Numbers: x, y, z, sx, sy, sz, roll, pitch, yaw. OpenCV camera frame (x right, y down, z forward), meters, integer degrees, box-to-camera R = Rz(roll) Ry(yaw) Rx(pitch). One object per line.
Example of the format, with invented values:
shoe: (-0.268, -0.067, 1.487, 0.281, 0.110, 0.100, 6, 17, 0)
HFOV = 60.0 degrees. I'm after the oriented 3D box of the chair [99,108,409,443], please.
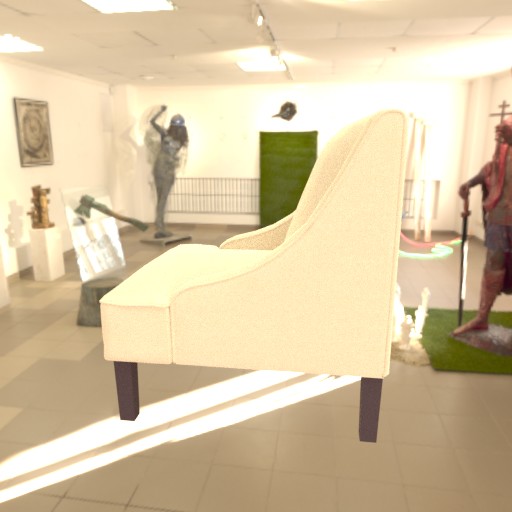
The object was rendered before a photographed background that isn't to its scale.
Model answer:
chair: (0.000, 0.000, 1.479, 0.806, 0.886, 0.689, 2, 14, 8)
